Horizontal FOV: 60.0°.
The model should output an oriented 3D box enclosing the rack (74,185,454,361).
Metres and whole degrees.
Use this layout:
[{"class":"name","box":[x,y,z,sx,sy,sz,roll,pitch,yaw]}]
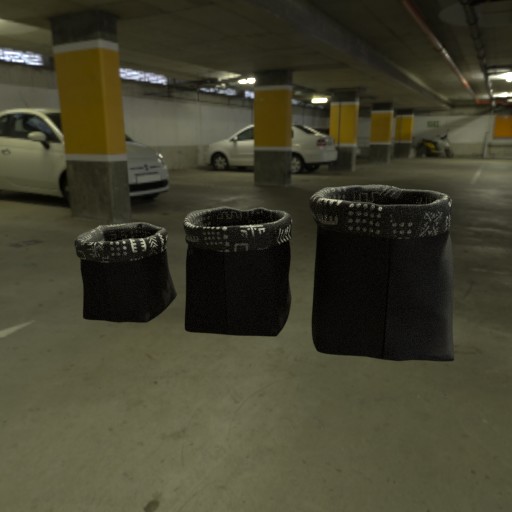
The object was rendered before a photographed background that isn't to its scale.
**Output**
[{"class":"rack","box":[0.000,0.000,1.080,0.905,0.323,0.379,3,15,10]}]
